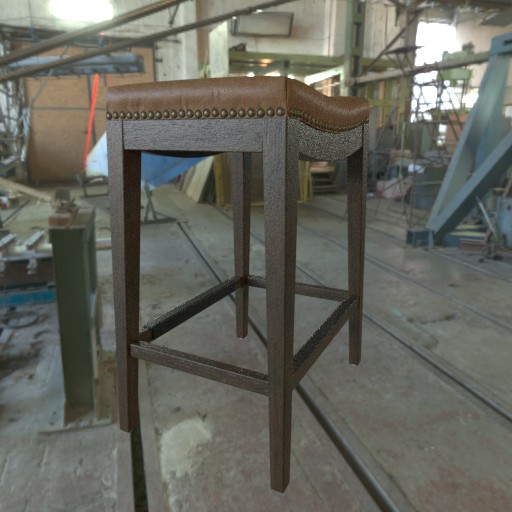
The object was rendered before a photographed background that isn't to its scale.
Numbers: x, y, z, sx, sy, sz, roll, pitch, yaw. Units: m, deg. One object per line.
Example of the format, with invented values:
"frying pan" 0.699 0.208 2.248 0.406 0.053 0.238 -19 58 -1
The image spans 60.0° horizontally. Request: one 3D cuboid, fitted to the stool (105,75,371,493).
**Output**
"stool" 0.000 0.000 0.941 0.361 0.660 0.500 8 17 26
